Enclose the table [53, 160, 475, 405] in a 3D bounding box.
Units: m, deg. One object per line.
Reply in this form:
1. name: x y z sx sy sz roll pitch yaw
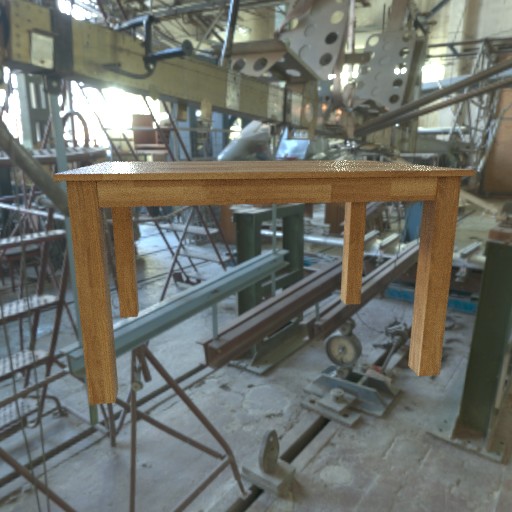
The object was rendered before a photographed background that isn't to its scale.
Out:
1. table: 0.000 0.000 1.867 1.300 0.750 0.900 -2 14 -9
